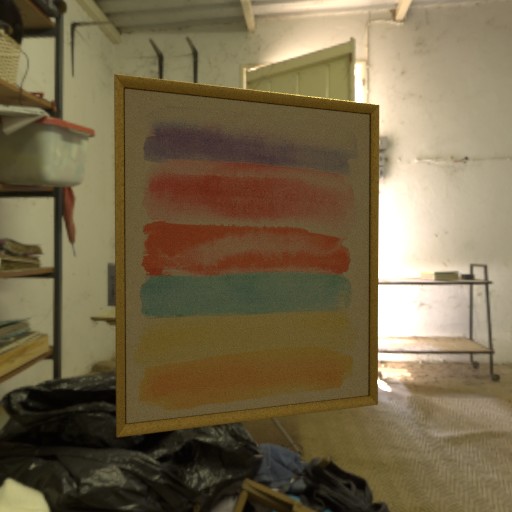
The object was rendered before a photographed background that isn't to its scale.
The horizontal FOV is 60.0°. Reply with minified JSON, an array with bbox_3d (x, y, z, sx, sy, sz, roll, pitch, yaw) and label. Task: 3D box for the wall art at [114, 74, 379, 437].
[{"bbox_3d":[0.000,0.000,0.887,0.537,0.642,0.048,0,1,-18],"label":"wall art"}]
